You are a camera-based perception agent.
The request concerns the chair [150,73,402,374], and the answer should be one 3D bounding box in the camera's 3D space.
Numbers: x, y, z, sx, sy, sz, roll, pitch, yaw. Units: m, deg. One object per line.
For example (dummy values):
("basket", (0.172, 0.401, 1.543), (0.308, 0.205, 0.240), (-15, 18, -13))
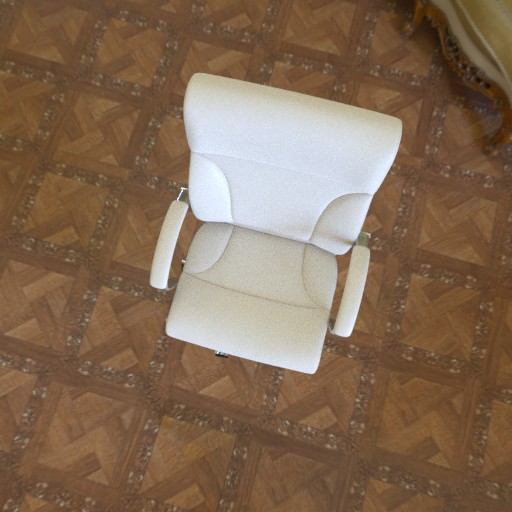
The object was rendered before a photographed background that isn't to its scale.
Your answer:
("chair", (0.000, 0.000, 1.581), (0.727, 1.099, 0.745), (14, 77, 3))
